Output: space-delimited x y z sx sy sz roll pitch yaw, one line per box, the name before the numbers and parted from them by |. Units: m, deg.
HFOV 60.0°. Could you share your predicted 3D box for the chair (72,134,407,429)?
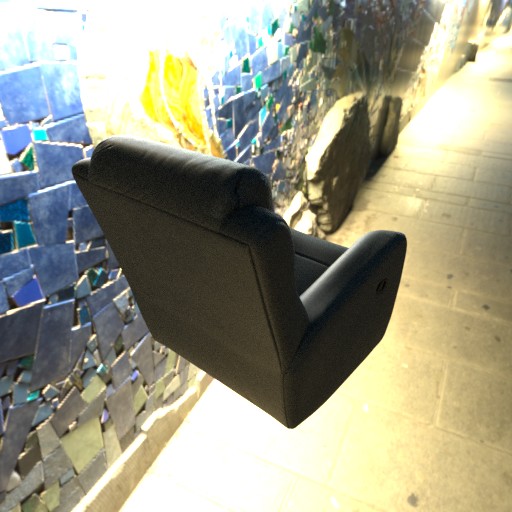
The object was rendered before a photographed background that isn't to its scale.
chair | 0.000 0.000 1.909 0.965 1.116 1.068 23 37 34
